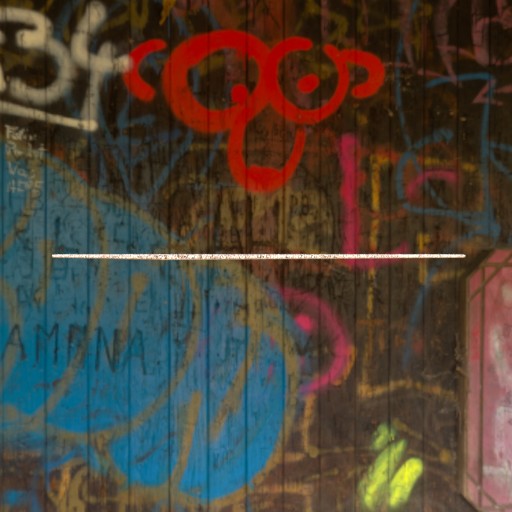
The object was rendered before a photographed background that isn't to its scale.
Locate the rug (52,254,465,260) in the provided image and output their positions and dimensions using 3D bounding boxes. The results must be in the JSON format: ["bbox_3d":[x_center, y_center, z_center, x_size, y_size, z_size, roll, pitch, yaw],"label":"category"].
[{"bbox_3d":[0.000,0.000,4.160,3.047,0.029,2.438,0,0,-37],"label":"rug"}]
